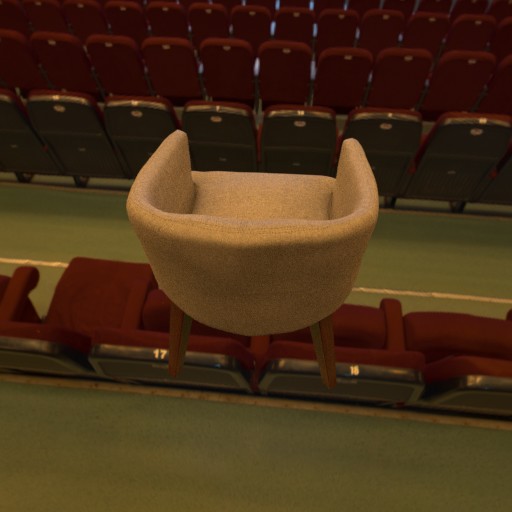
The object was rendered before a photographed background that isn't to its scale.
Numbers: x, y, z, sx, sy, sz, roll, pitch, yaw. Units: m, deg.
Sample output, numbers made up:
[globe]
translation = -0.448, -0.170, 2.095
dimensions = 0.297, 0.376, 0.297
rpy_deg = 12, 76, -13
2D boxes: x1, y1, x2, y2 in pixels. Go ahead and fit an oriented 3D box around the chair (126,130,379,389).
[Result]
[chair]
translation = 0.000, 0.000, 1.292
dimensions = 0.583, 0.811, 0.655
rpy_deg = 4, 48, 3
